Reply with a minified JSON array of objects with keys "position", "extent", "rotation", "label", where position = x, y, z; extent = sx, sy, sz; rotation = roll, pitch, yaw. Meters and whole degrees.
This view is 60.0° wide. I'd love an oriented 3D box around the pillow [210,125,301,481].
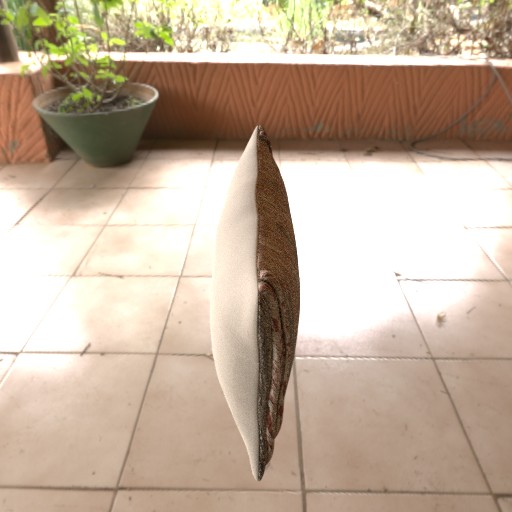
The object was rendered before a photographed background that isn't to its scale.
[{"position":[0.000,0.000,0.747],"extent":[0.139,0.282,0.635],"rotation":[0,31,0],"label":"pillow"}]
